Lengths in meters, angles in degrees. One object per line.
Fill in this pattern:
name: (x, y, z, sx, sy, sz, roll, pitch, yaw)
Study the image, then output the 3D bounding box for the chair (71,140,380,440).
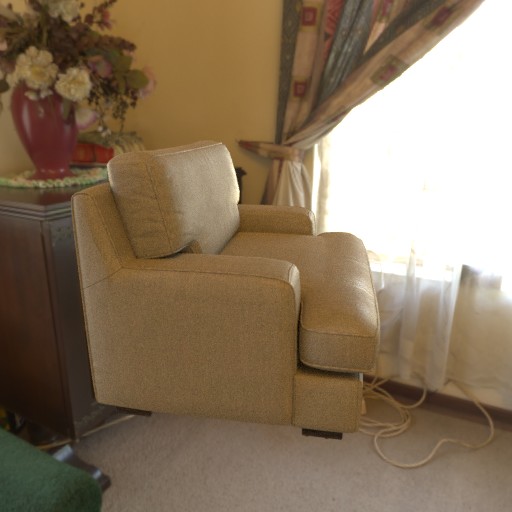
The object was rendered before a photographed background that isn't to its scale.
chair: (0.000, 0.000, 2.011, 1.043, 0.974, 1.270, 3, 17, 10)
